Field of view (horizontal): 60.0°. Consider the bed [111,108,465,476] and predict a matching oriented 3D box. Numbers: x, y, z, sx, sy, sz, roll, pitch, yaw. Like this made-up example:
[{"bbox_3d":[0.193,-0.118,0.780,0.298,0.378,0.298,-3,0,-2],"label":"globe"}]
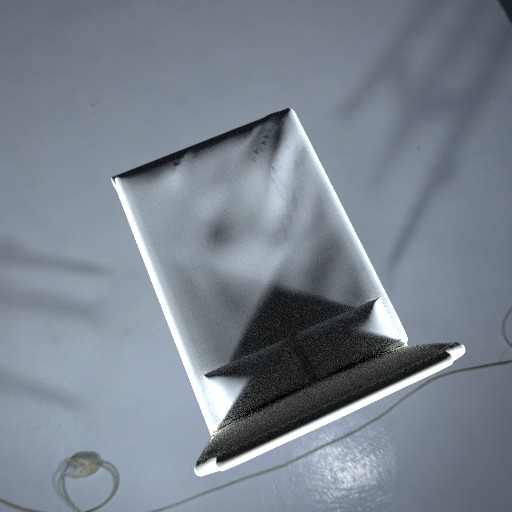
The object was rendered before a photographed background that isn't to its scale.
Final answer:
[{"bbox_3d":[0.000,0.000,3.344,1.712,1.443,2.365,-23,78,-5],"label":"bed"}]
